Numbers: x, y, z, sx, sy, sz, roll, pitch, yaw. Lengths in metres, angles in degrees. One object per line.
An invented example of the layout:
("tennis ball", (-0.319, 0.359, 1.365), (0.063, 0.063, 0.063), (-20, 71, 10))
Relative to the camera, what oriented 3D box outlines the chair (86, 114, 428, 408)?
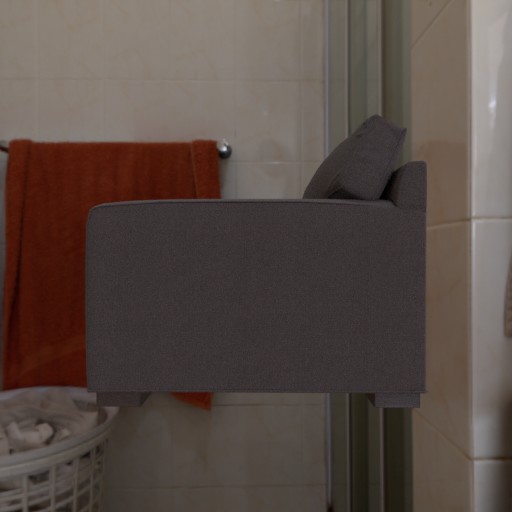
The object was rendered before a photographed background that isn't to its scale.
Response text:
("chair", (0.000, 0.000, 1.821), (1.043, 0.913, 0.997), (0, 0, 1))
